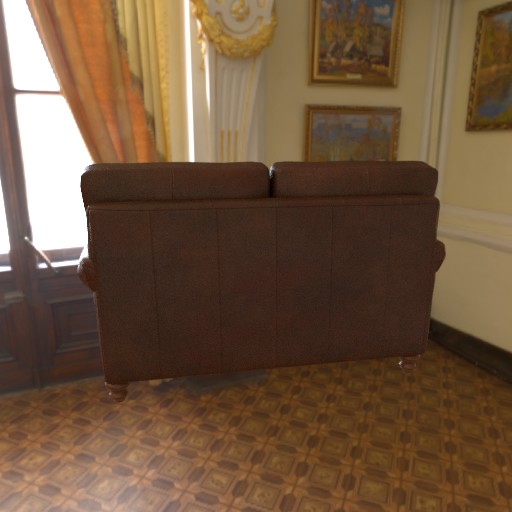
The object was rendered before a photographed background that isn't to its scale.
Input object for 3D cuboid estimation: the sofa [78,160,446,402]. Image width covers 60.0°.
[{"bbox_3d":[0.000,0.000,2.277,1.616,0.976,0.990,-3,15,-10],"label":"sofa"}]
